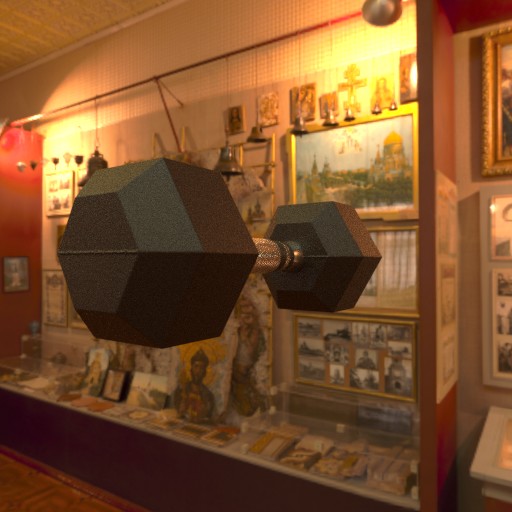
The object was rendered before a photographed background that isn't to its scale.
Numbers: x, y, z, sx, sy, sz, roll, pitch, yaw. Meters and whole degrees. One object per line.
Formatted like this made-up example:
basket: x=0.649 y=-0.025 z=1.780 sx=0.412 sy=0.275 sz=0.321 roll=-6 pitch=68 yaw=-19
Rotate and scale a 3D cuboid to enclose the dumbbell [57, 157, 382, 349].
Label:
dumbbell: x=0.000 y=0.000 z=0.428 sx=0.141 sy=0.123 sz=0.356 roll=-1 pitch=-1 yaw=35
